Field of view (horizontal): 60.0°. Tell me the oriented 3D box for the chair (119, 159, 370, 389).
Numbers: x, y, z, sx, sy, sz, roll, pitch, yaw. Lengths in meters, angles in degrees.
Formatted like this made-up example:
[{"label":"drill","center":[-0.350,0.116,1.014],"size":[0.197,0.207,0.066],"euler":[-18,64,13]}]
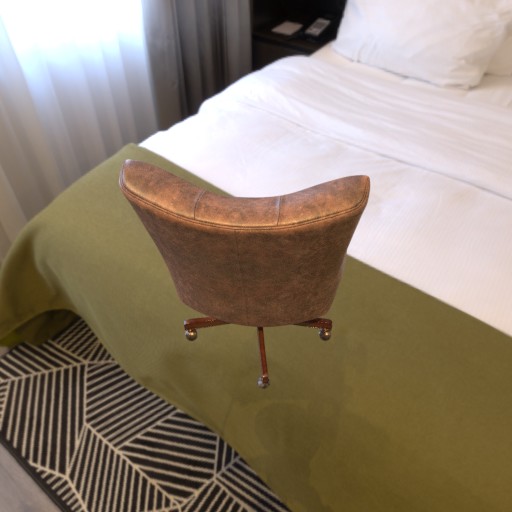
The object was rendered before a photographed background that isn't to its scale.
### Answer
[{"label":"chair","center":[0.000,0.000,1.530],"size":[0.641,1.035,0.762],"euler":[5,45,5]}]
